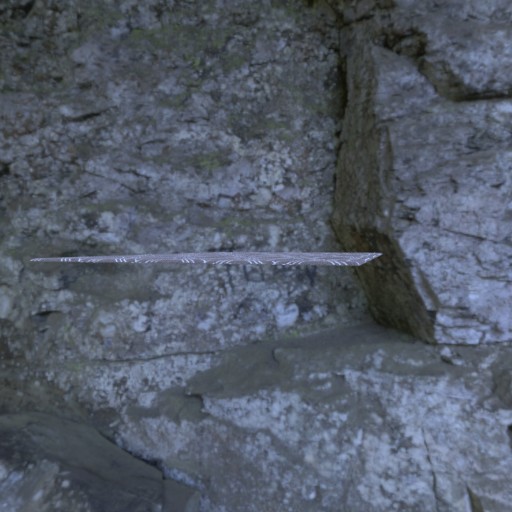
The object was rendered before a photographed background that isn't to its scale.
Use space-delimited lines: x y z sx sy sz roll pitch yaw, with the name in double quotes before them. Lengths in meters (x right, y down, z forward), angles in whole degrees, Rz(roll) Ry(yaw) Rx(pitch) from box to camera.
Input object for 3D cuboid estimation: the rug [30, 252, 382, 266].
"rug" 0.000 0.000 2.379 1.239 0.012 1.836 0 1 18
